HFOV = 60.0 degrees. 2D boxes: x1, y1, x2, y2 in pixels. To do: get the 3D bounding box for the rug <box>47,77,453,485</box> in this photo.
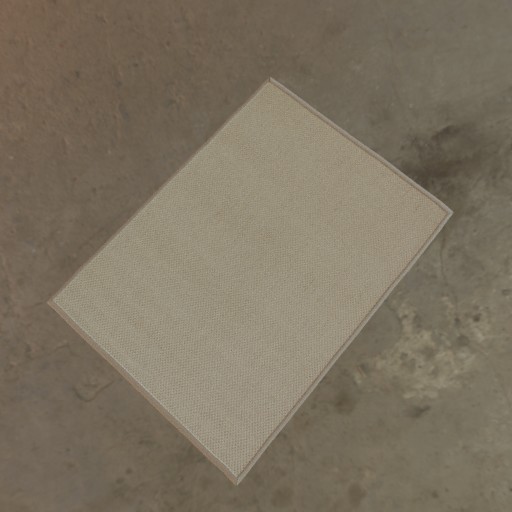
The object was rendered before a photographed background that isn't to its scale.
[{"bbox_3d":[0.000,0.000,2.718,1.525,0.020,2.081,40,79,10],"label":"rug"}]
